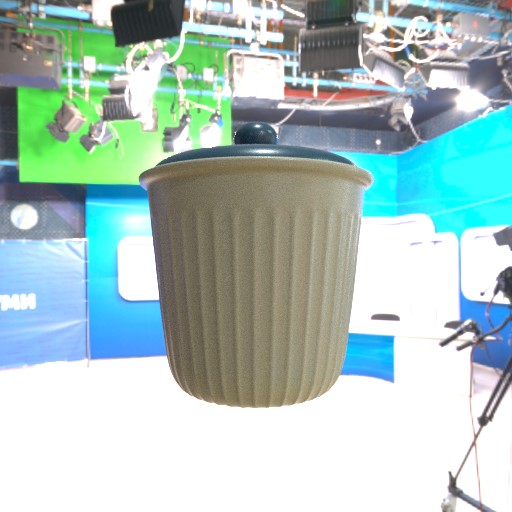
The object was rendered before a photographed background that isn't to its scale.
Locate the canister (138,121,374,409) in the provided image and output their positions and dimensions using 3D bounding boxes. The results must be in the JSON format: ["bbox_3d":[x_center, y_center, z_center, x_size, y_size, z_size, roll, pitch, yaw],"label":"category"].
[{"bbox_3d":[0.000,0.000,0.352,0.181,0.211,0.181,0,0,0],"label":"canister"}]
